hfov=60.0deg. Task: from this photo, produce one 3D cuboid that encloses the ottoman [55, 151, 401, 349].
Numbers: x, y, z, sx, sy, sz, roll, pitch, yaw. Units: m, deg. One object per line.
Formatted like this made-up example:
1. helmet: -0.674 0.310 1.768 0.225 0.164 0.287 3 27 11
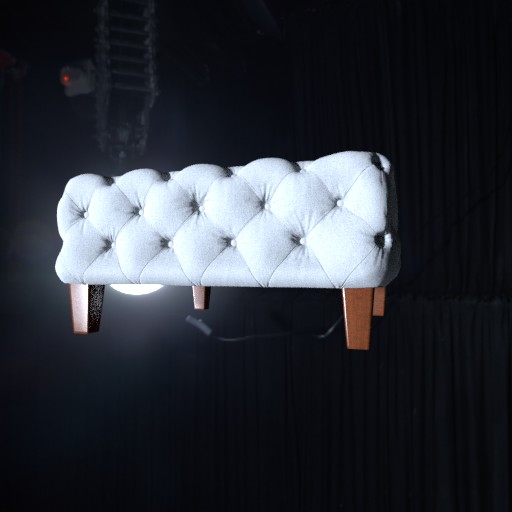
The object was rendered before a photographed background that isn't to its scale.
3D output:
1. ottoman: 0.000 0.000 1.222 0.764 0.365 0.758 -1 -2 18
